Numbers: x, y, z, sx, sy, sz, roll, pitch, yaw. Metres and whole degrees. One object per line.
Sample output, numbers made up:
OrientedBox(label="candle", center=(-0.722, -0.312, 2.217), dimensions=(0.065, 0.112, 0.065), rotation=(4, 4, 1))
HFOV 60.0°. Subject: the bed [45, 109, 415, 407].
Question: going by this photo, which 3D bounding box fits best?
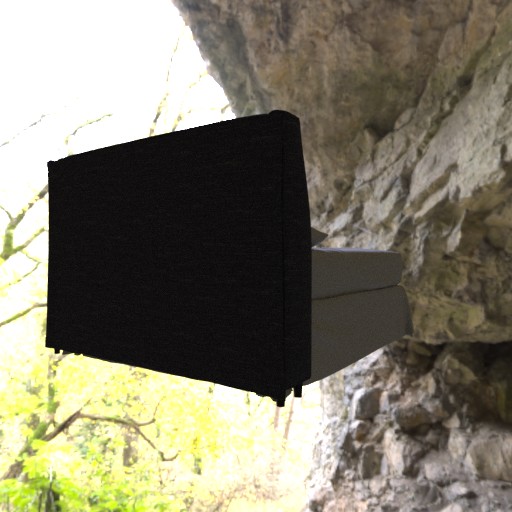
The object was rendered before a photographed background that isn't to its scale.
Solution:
OrientedBox(label="bed", center=(0.000, 0.000, 3.379), dimensions=(1.925, 1.332, 2.276), rotation=(0, 0, 35))
